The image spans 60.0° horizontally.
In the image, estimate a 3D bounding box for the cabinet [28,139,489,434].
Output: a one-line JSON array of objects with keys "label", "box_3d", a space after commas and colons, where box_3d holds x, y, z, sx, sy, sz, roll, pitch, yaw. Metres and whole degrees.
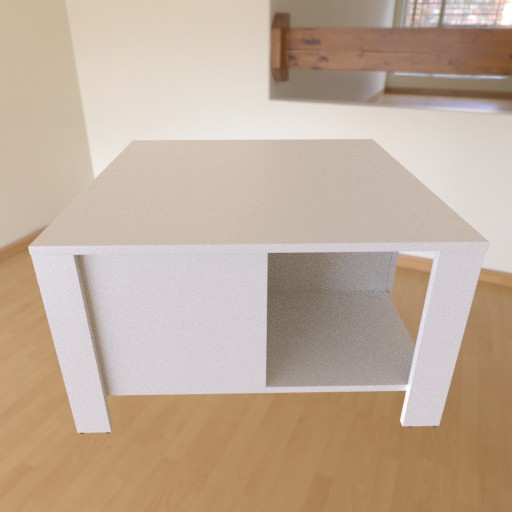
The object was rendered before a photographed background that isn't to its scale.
[{"label": "cabinet", "box_3d": [0.000, 0.000, 1.228, 0.800, 0.460, 0.800, -1, 27, -1]}]
